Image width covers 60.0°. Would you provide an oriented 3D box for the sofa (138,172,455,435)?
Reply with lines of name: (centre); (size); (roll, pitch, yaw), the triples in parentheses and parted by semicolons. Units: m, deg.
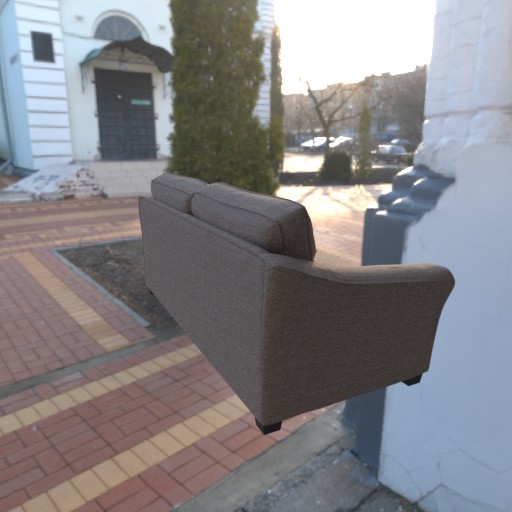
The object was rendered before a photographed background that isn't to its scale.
sofa: (0.000, 0.000, 2.790); (0.980, 0.965, 2.270); (-7, 16, -26)
